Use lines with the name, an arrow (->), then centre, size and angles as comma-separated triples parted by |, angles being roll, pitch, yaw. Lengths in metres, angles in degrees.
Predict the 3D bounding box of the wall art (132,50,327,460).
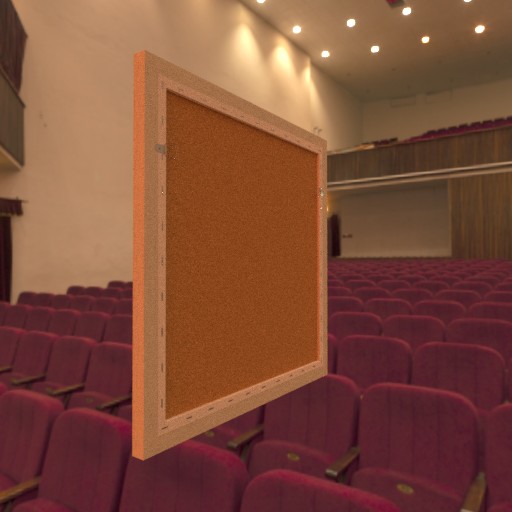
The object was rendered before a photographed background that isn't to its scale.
wall art -> 0.000, 0.000, 1.522 | 0.045, 1.016, 1.016 | -1, -1, 35
